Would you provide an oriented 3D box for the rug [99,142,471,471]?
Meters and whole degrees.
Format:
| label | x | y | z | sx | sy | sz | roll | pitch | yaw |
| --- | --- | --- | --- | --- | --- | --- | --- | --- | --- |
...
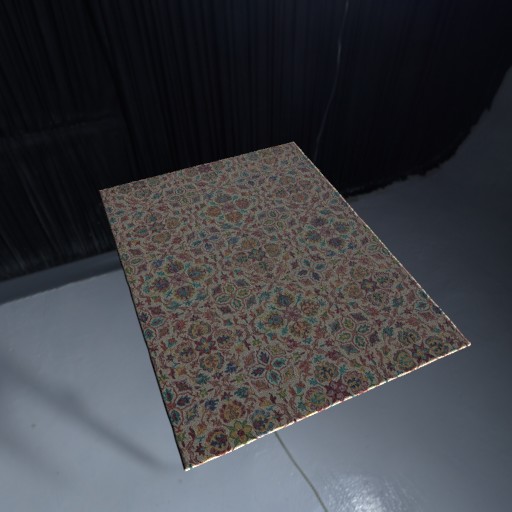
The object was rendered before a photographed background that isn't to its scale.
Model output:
| label | x | y | z | sx | sy | sz | roll | pitch | yaw |
| --- | --- | --- | --- | --- | --- | --- | --- | --- | --- |
| rug | 0.000 | 0.000 | 4.290 | 2.446 | 0.020 | 3.215 | -18 | 50 | -16 |
